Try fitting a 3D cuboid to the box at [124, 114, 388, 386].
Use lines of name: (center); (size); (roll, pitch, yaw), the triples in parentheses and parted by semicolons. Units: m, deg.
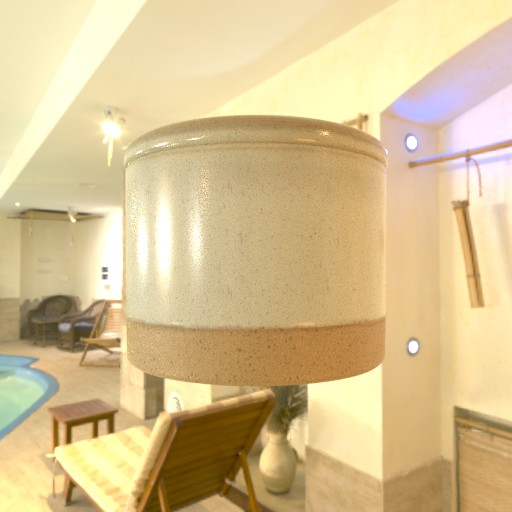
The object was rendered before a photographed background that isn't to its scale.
box: (0.000, 0.000, 0.268); (0.154, 0.123, 0.154); (0, -2, 0)
